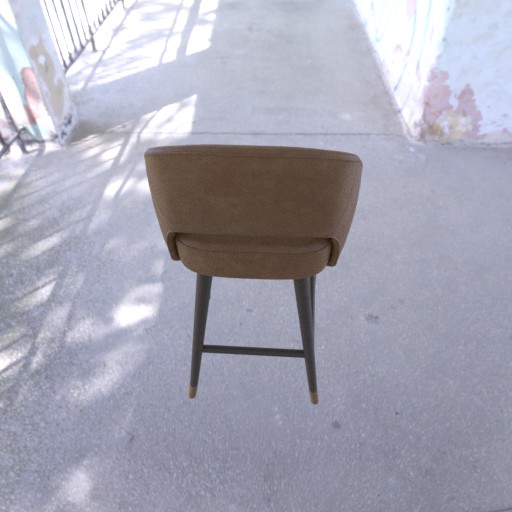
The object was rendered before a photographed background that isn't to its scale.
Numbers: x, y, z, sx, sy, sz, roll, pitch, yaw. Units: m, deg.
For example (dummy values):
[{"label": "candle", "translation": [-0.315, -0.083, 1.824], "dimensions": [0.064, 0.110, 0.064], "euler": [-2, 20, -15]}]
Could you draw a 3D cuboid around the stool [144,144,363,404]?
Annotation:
[{"label": "stool", "translation": [0.000, 0.000, 1.295], "dimensions": [0.494, 1.037, 0.509], "euler": [2, 46, 2]}]
